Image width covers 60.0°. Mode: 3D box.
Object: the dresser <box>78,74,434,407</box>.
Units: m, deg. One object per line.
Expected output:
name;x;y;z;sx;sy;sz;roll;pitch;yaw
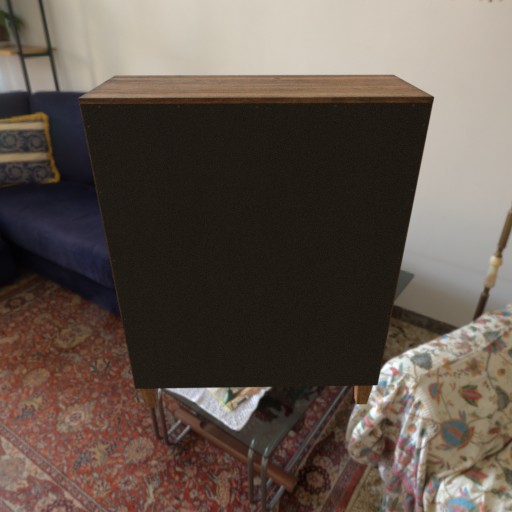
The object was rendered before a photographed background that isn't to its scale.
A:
dresser;0.000;0.000;1.859;1.067;1.359;0.438;-1;31;-1
